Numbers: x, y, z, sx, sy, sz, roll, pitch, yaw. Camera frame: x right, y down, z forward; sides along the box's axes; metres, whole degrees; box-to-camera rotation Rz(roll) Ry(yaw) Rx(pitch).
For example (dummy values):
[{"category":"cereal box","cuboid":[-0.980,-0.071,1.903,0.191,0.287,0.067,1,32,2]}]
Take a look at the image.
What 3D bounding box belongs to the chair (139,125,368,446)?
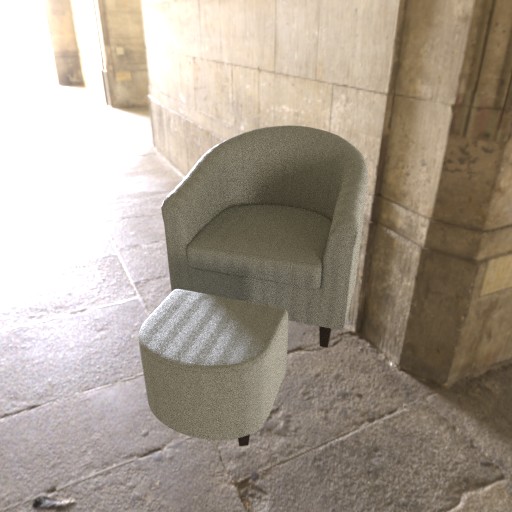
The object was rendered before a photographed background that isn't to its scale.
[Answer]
[{"category":"chair","cuboid":[0.000,0.000,1.727,0.756,0.757,1.288,9,29,16]}]
